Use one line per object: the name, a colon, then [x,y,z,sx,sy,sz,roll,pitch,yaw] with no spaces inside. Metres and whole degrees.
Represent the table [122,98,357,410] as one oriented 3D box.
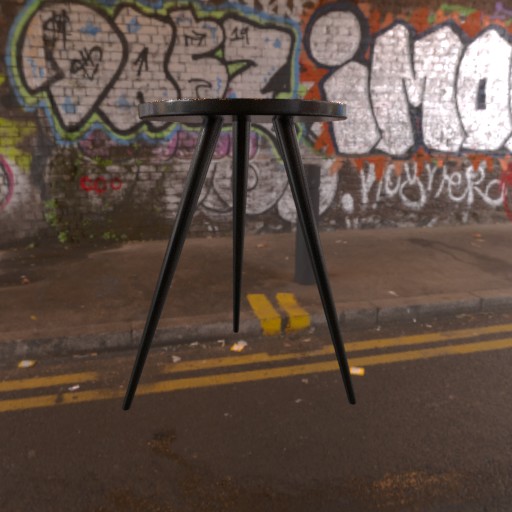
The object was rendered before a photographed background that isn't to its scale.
table: [0.000,0.000,0.857,0.415,0.548,0.403,7,17,26]
